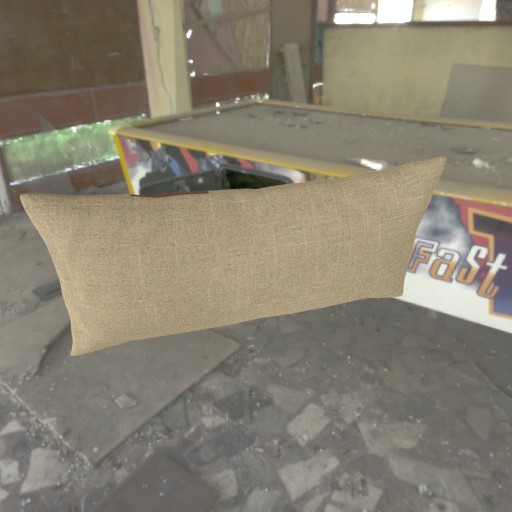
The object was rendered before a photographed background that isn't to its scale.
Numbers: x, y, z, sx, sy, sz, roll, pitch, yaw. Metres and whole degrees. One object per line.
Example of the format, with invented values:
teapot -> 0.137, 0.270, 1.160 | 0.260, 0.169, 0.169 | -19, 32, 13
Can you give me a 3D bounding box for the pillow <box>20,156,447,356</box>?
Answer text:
pillow -> 0.000, 0.000, 0.700 | 0.612, 0.282, 0.155 | -8, 28, -15
